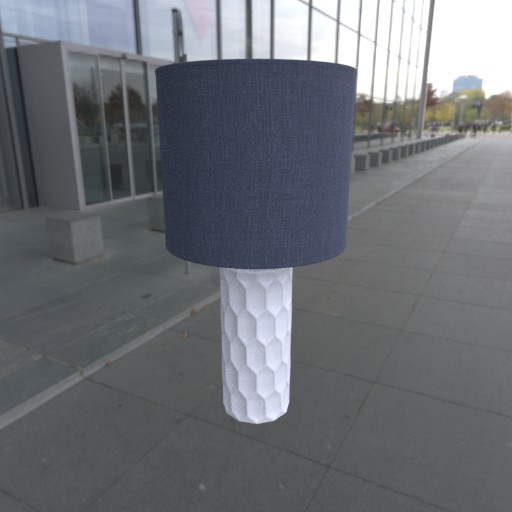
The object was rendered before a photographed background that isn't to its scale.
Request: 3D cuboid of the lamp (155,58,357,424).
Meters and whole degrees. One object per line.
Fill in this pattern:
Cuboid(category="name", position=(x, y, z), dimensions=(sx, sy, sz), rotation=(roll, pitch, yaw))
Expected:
Cuboid(category="lamp", position=(0.000, 0.000, 0.697), dimensions=(0.277, 0.537, 0.277), rotation=(15, 23, 42))
